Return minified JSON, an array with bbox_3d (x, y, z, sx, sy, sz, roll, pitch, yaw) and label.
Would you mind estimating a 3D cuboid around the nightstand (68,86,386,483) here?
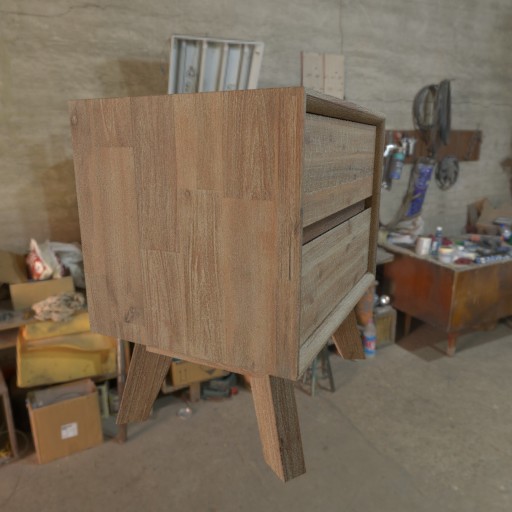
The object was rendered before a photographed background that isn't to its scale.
[{"bbox_3d":[0.000,0.000,0.930,0.396,0.589,0.552,7,15,25],"label":"nightstand"}]
